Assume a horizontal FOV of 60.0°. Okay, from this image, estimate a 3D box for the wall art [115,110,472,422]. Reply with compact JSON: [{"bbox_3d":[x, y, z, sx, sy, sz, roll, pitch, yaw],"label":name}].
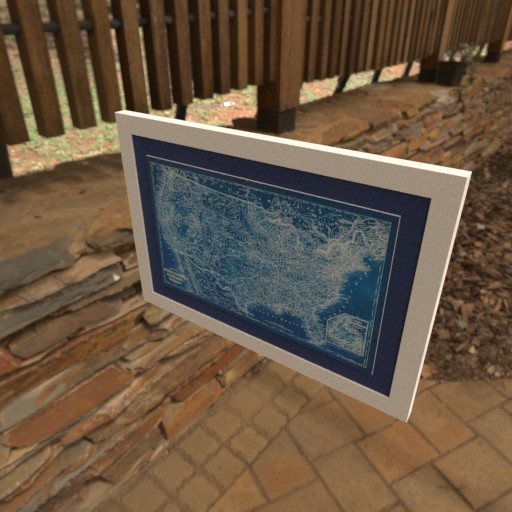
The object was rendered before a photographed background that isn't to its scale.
[{"bbox_3d":[0.000,0.000,1.665,1.308,0.902,0.051,19,35,29],"label":"wall art"}]
